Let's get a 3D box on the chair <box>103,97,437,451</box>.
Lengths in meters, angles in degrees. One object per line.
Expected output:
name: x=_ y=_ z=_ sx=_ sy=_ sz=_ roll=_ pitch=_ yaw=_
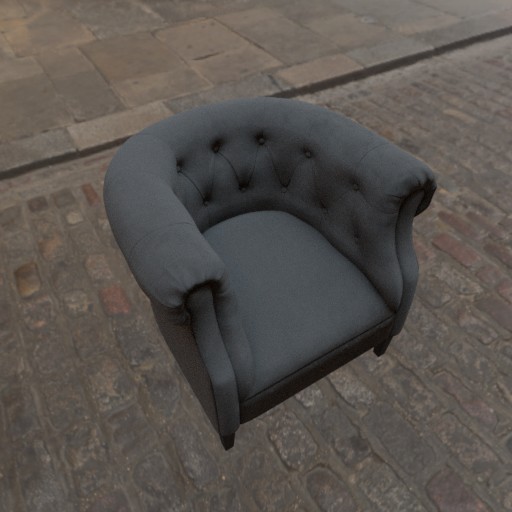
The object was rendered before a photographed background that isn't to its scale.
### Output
chair: x=0.000 y=0.000 z=1.570 sx=0.904 sy=0.826 sz=0.851 roll=-24 pitch=50 yaw=-22
